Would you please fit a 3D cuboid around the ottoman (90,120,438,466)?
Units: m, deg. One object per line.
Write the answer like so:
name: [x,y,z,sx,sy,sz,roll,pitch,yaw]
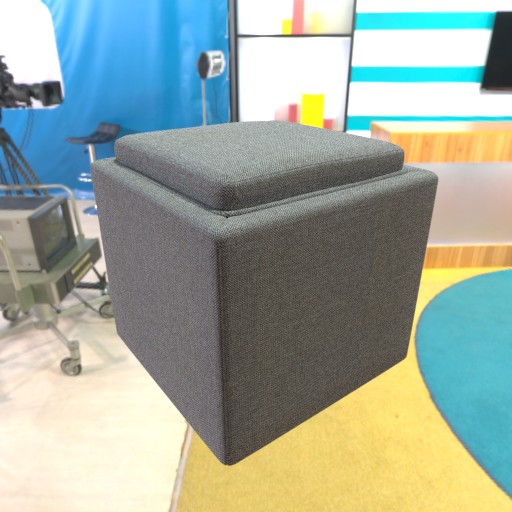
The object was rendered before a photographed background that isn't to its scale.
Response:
ottoman: [0.000,0.000,0.855,0.450,0.460,0.450,-18,30,-33]
